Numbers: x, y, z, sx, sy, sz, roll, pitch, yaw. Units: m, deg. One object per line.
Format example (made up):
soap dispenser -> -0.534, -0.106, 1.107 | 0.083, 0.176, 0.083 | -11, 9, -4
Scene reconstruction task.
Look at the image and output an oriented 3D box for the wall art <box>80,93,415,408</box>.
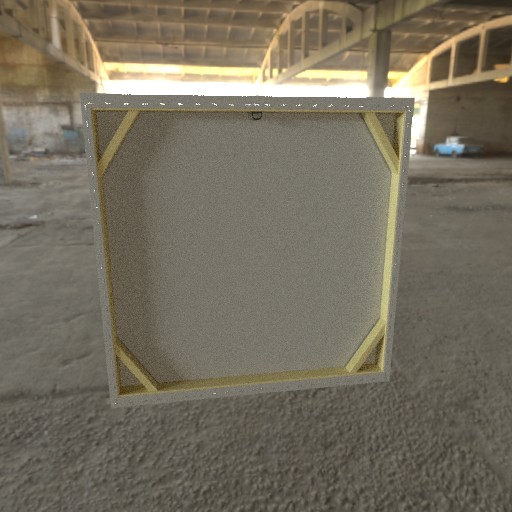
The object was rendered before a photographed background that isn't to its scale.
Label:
wall art -> 0.000, 0.000, 0.896 | 0.610, 0.610, 0.038 | -3, 16, -9
